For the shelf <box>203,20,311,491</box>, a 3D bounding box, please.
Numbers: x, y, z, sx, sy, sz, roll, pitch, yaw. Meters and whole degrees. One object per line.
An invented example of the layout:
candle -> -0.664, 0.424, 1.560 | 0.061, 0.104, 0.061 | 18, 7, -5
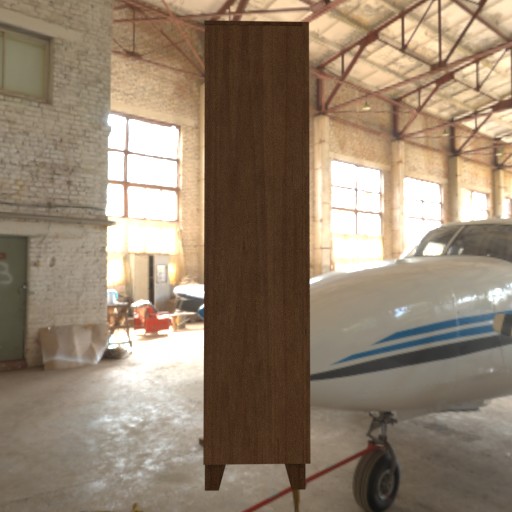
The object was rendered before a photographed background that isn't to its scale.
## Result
shelf -> 0.000, 0.000, 2.248 | 0.453, 1.930, 0.864 | 0, -2, -1
